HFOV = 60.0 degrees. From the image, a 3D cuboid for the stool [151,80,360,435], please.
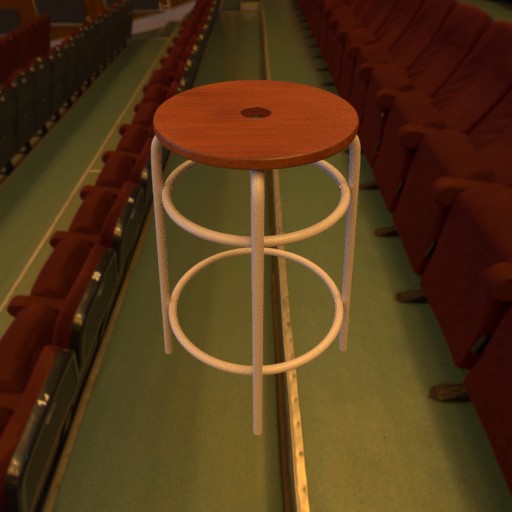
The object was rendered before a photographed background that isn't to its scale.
[{"bbox_3d":[0.000,0.000,0.922,0.455,0.610,0.455,-1,39,-1],"label":"stool"}]
